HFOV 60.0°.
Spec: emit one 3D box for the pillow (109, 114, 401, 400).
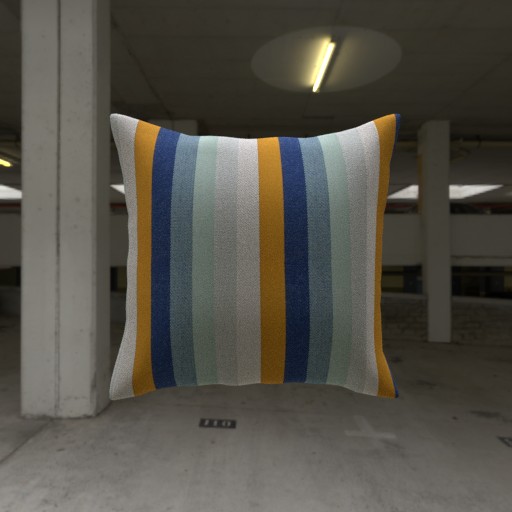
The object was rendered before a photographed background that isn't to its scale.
[{"bbox_3d":[0.000,0.000,0.706,0.463,0.454,0.173,0,0,-1],"label":"pillow"}]
